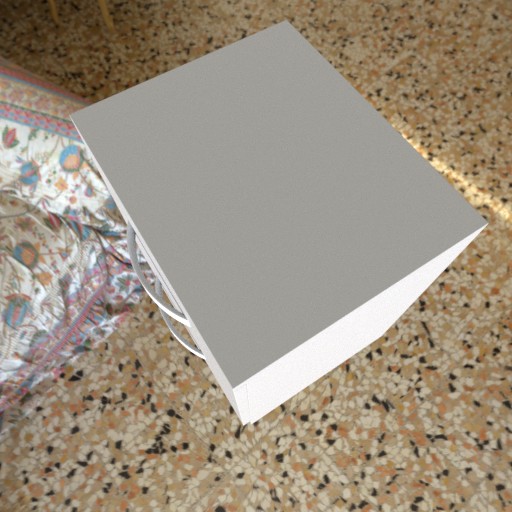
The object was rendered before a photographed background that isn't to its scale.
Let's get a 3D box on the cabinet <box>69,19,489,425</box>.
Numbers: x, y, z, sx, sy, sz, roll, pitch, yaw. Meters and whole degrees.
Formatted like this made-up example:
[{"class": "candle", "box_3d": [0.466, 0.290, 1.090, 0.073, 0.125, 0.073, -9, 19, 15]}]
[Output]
[{"class": "cabinet", "box_3d": [0.000, 0.000, 0.736, 0.360, 0.470, 0.400, -30, 68, -13]}]
